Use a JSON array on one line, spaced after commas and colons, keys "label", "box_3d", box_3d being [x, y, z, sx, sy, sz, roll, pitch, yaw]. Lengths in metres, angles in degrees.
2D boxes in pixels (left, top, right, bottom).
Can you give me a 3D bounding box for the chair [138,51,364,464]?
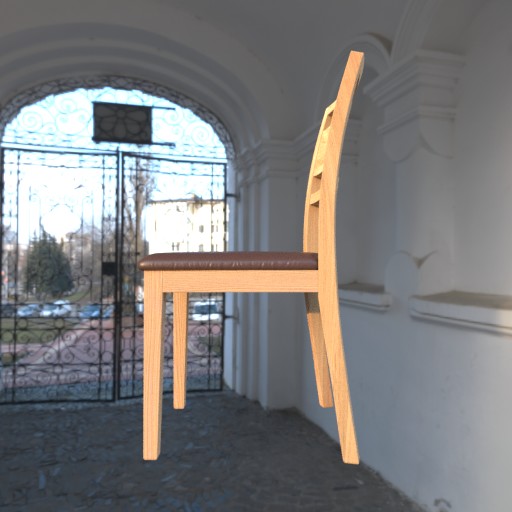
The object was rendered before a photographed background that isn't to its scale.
[{"label": "chair", "box_3d": [0.000, 0.000, 1.210, 0.545, 0.940, 0.420, 0, -1, 1]}]
